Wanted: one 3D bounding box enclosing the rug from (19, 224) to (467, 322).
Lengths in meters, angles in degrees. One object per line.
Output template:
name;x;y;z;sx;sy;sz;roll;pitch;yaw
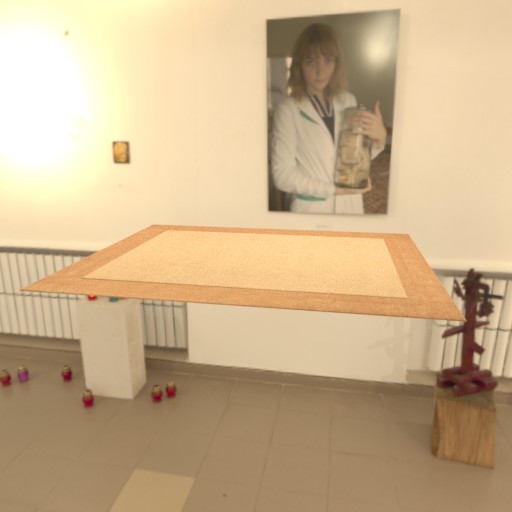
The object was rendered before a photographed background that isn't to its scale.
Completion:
rug;0.000;0.000;4.109;3.048;0.014;2.438;3;16;10
